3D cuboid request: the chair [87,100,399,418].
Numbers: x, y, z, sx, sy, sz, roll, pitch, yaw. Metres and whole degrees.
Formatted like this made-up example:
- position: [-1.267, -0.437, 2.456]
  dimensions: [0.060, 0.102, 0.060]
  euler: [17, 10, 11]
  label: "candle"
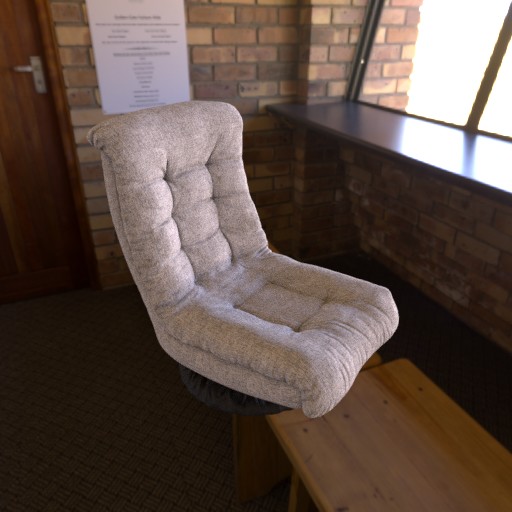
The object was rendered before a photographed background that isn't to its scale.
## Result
- position: [0.000, 0.000, 0.983]
  dimensions: [0.583, 0.600, 0.400]
  euler: [18, 32, 31]
  label: "chair"
